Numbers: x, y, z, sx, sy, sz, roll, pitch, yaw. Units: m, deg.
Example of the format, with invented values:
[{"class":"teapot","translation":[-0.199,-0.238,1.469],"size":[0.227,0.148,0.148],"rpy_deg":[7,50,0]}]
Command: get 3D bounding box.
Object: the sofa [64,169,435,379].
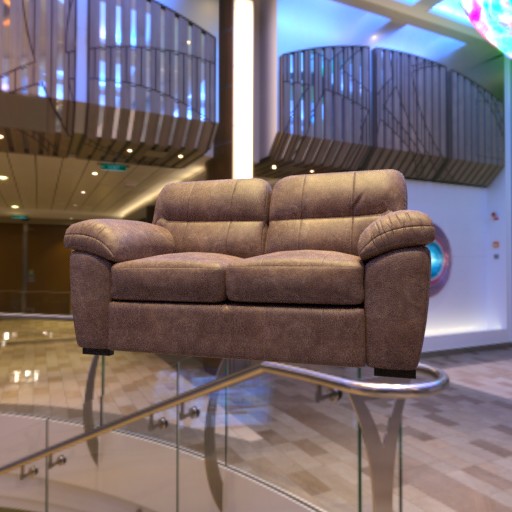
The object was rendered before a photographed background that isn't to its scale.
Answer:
[{"class":"sofa","translation":[0.000,0.000,2.410],"size":[1.753,0.991,0.991],"rpy_deg":[0,-1,18]}]
